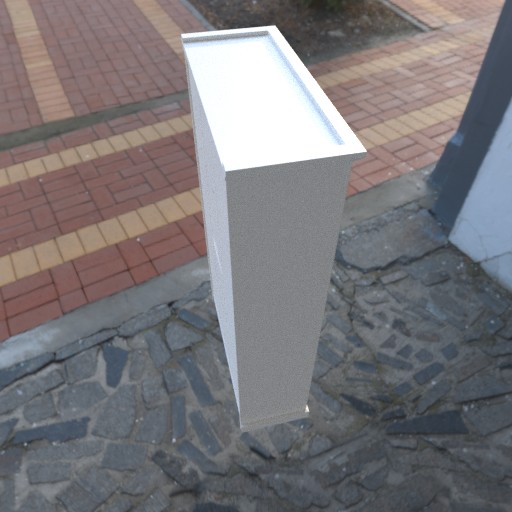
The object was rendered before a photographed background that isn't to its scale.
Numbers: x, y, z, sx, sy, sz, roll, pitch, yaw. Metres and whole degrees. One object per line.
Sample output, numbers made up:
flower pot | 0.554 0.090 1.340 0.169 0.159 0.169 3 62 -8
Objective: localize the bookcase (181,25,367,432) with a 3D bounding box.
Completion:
bookcase | 0.000 0.000 2.323 0.432 1.880 1.050 -10 47 -9
